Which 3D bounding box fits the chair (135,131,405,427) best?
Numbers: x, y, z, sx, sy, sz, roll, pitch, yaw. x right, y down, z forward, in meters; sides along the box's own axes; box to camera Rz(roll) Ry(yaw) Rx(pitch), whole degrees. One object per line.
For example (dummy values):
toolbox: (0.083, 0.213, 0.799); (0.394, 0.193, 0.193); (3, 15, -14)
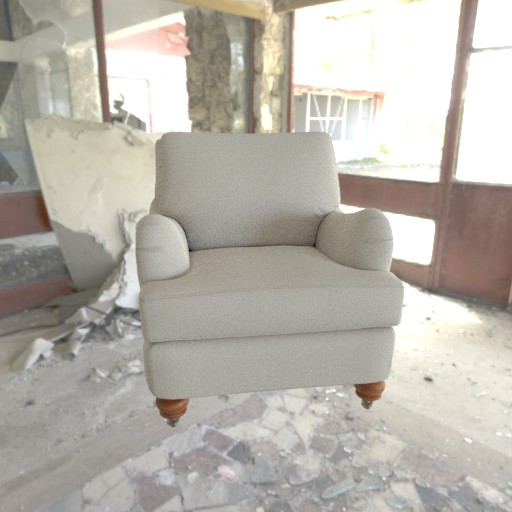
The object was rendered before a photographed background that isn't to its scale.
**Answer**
chair: (0.000, 0.000, 1.938); (0.955, 1.038, 1.070); (-2, 17, -8)
